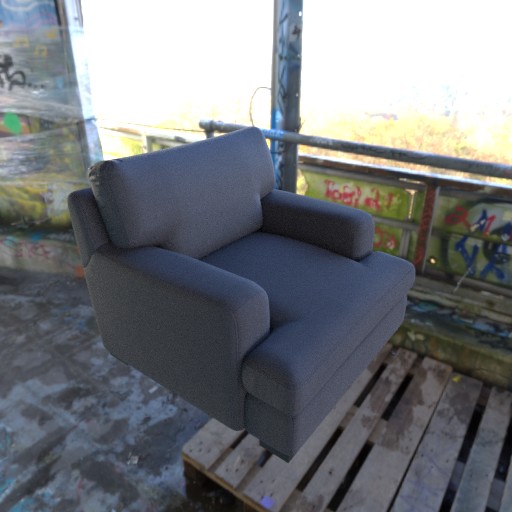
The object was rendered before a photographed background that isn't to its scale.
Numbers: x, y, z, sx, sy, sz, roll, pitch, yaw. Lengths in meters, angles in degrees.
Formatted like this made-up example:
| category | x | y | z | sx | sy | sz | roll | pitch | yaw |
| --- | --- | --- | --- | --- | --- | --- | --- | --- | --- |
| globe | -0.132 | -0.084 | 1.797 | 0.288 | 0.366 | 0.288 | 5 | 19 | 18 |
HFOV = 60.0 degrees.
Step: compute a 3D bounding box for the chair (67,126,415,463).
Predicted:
| category | x | y | z | sx | sy | sz | roll | pitch | yaw |
| --- | --- | --- | --- | --- | --- | --- | --- | --- | --- |
| chair | 0.000 | 0.000 | 2.018 | 1.143 | 0.940 | 1.168 | 19 | 32 | 33 |
